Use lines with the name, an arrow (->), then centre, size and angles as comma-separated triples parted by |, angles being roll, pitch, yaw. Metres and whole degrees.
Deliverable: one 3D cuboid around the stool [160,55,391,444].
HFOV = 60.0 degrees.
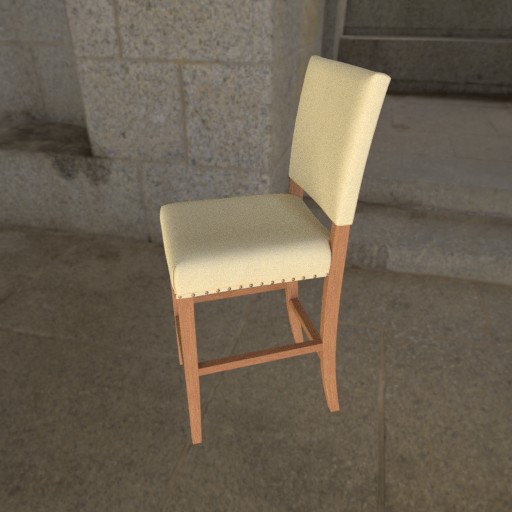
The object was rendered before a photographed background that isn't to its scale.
stool -> 0.000, 0.000, 1.471 | 0.584, 1.168, 0.445 | -7, 30, -13
